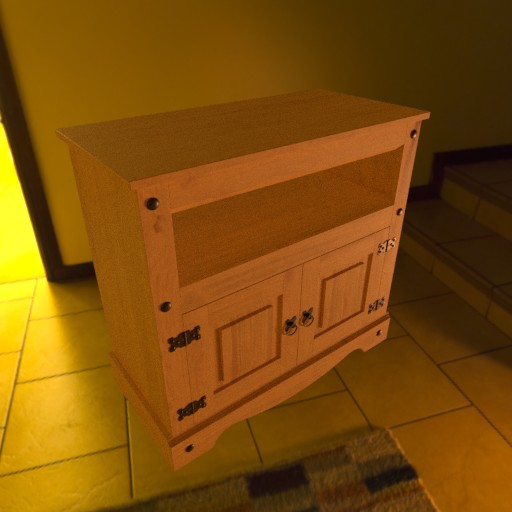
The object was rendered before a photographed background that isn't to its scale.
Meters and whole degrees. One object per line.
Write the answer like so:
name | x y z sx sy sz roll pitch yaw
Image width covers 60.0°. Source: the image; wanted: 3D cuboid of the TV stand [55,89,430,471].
TV stand | 0.000 0.000 1.305 0.851 0.787 0.430 -21 36 -31
